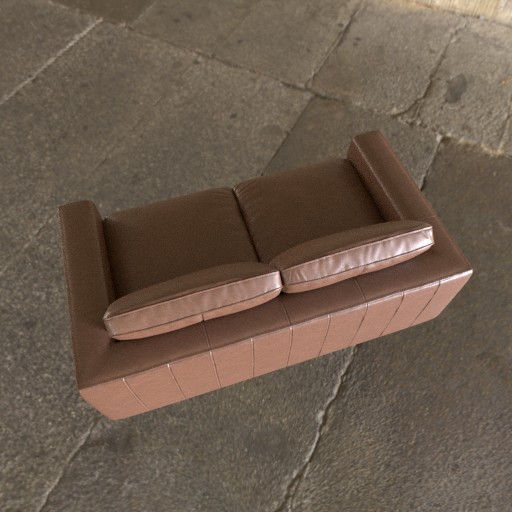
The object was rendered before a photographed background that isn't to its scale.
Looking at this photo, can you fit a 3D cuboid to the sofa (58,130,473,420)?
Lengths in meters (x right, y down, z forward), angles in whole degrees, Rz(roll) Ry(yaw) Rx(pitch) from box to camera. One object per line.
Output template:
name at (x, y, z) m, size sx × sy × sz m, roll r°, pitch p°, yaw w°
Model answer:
sofa at (0.000, 0.000, 2.400) m, size 1.920 × 0.800 × 1.070 m, roll -15°, pitch 60°, yaw -9°
